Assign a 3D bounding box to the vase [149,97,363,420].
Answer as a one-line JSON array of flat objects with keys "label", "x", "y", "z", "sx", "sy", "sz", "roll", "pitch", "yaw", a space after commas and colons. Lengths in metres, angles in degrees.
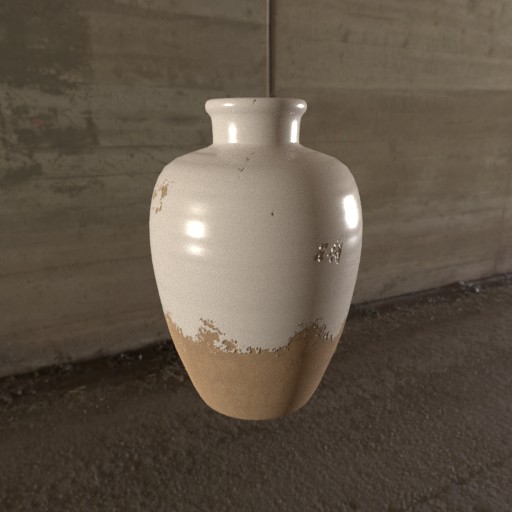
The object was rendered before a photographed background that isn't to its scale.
[{"label": "vase", "x": 0.000, "y": 0.000, "z": 0.344, "sx": 0.158, "sy": 0.228, "sz": 0.158, "roll": 0, "pitch": 17, "yaw": 0}]
